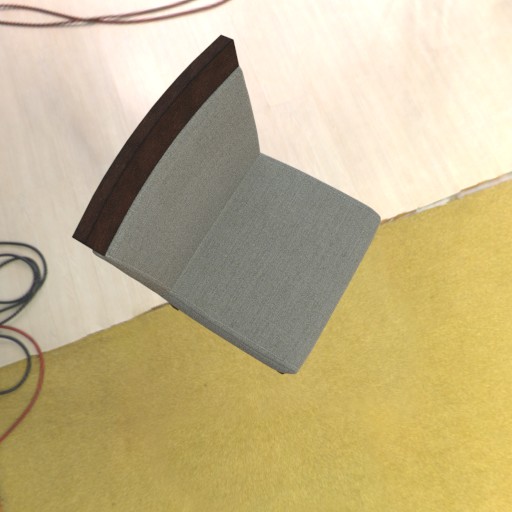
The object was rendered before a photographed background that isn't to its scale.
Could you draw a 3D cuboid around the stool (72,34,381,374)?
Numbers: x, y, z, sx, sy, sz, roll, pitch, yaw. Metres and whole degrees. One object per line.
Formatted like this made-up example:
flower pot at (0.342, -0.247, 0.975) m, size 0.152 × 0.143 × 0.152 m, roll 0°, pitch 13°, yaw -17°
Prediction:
stool at (0.000, 0.000, 1.303) m, size 0.531 × 1.009 × 0.512 m, roll 30°, pitch 77°, yaw 8°
